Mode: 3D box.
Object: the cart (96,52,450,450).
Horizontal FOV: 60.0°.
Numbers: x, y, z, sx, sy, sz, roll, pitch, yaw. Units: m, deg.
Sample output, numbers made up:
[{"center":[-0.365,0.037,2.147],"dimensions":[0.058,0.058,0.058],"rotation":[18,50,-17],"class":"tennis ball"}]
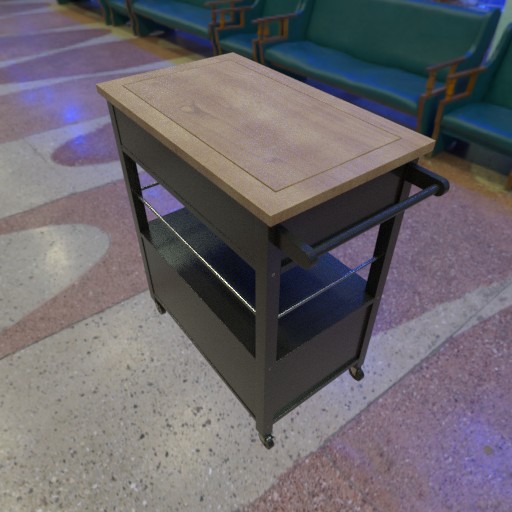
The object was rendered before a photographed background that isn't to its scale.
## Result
[{"center":[0.000,0.000,1.355],"dimensions":[0.459,0.901,0.840],"rotation":[-27,48,-27],"class":"cart"}]
